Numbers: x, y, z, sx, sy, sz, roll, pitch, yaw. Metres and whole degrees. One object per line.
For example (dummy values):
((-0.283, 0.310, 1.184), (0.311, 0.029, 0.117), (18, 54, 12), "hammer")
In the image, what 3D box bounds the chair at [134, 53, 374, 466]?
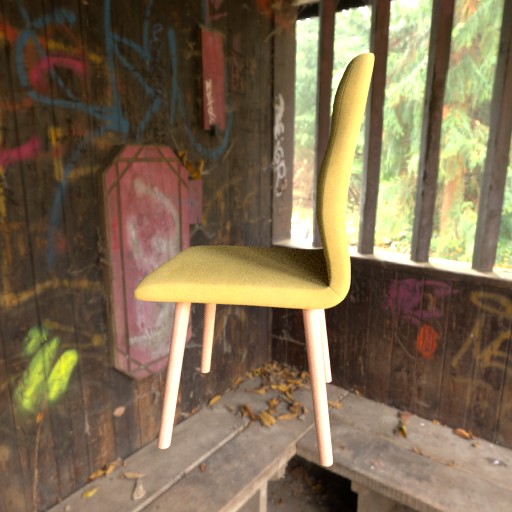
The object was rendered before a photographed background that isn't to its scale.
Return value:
((0.000, 0.000, 1.248), (0.550, 0.965, 0.450), (2, 14, 9), "chair")
